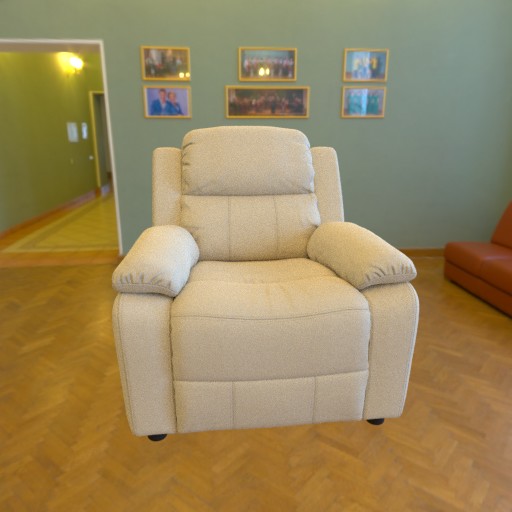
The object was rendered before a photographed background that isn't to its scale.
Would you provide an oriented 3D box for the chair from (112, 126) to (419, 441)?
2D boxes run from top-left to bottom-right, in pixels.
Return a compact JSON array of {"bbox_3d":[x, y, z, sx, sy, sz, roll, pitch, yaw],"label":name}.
[{"bbox_3d":[0.000,0.000,1.233,0.680,0.702,0.709,-2,16,-6],"label":"chair"}]
